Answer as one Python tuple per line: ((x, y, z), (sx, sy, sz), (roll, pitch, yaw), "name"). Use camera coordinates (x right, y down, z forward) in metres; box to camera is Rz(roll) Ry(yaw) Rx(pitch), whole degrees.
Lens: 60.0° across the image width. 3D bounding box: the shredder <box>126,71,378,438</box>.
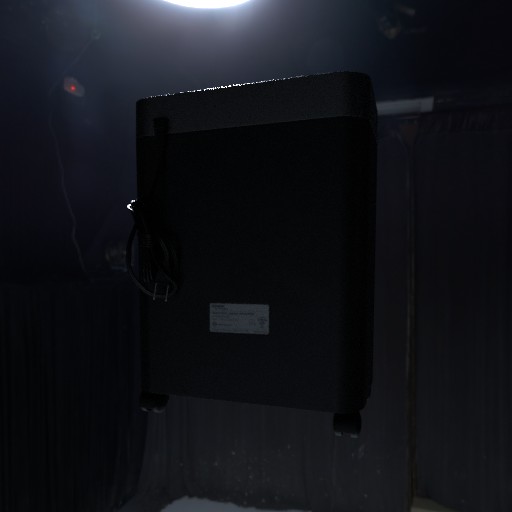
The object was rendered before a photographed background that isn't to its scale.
((0.000, 0.000, 0.604), (0.311, 0.419, 0.237), (0, 0, 19), "shredder")
